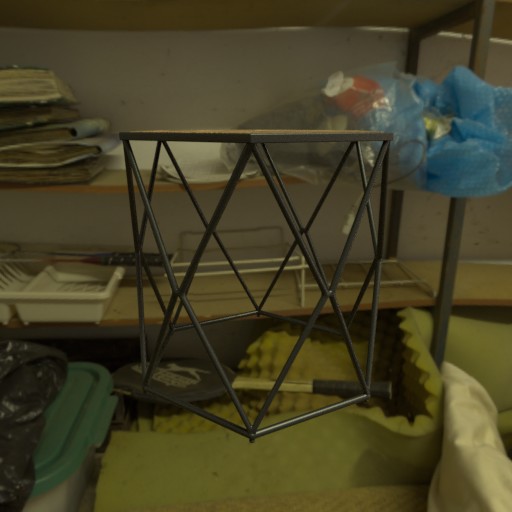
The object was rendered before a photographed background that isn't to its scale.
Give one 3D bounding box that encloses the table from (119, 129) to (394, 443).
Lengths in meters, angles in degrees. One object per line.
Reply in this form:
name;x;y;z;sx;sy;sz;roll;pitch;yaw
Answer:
table;0.000;0.000;1.038;0.578;0.564;0.579;-8;18;-26
